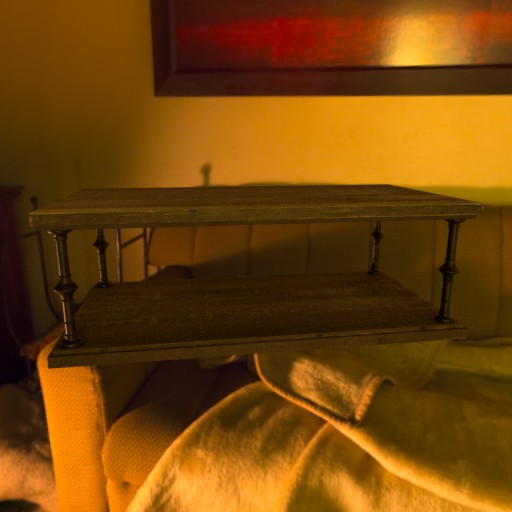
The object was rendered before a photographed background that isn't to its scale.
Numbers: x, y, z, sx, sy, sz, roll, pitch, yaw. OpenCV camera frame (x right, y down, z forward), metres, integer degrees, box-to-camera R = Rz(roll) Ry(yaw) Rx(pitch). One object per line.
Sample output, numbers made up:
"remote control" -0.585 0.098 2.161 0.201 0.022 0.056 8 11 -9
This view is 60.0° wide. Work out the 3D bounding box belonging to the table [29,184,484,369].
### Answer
"table" 0.000 0.000 1.357 1.088 0.373 0.554 -2 14 -9
